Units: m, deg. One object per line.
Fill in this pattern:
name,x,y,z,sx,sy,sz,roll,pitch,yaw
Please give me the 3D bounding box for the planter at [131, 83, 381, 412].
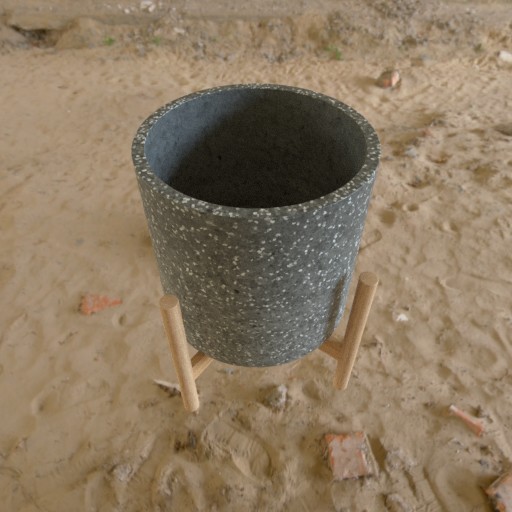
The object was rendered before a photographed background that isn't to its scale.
planter,0.000,0.000,0.698,0.360,0.419,0.360,-23,50,-21
